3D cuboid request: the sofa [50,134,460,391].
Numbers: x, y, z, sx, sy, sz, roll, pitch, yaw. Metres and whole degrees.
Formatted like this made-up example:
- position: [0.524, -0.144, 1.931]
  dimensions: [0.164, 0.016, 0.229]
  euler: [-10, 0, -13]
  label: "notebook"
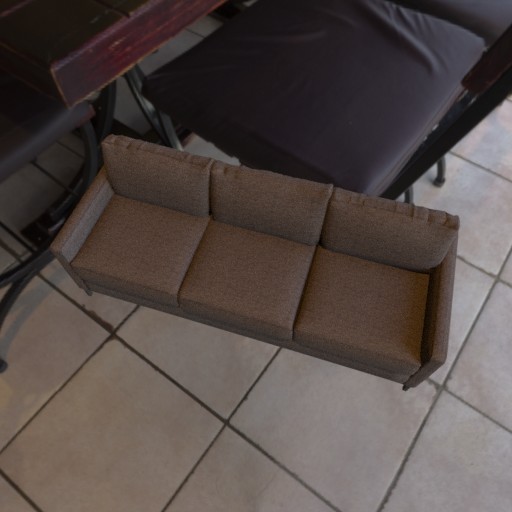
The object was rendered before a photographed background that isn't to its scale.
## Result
- position: [0.000, 0.000, 2.704]
  dimensions: [2.253, 0.882, 0.876]
  euler: [15, 60, 9]
  label: "sofa"
